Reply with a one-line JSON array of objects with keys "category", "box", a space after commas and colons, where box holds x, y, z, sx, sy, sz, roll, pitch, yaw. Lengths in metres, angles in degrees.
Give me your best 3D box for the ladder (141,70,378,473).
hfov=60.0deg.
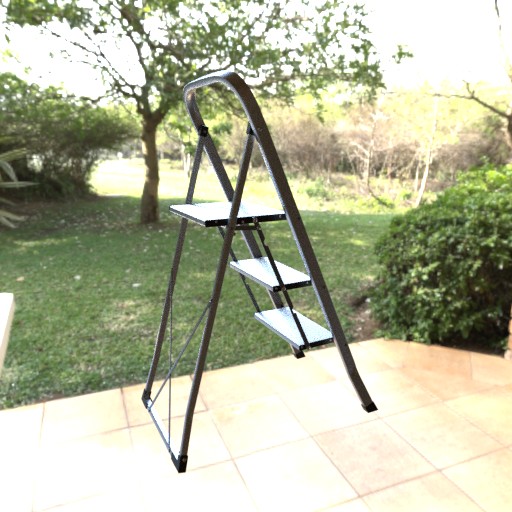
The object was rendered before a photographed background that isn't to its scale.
[{"category": "ladder", "box": [0.000, 0.000, 1.423, 0.704, 1.070, 0.465, -8, 16, -27]}]
